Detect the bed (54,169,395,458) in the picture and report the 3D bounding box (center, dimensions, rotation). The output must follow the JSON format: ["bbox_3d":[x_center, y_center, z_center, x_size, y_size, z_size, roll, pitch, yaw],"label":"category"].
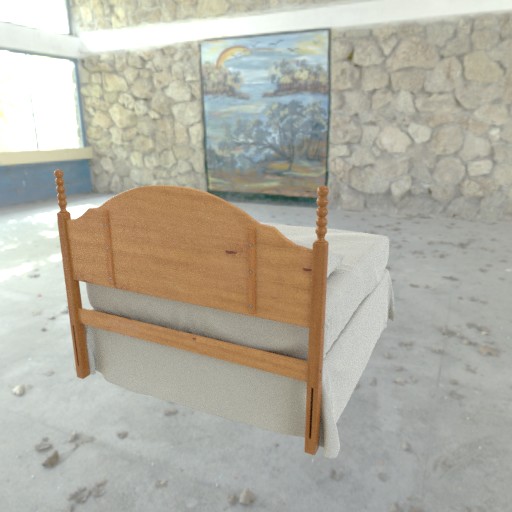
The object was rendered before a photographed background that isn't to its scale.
[{"bbox_3d":[0.000,0.000,3.269,1.873,1.356,2.040,8,18,25],"label":"bed"}]
